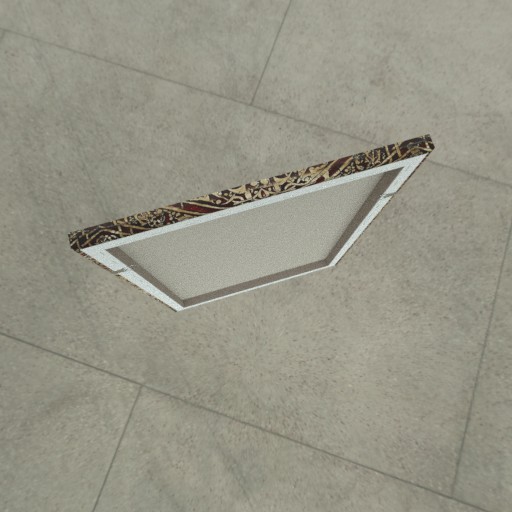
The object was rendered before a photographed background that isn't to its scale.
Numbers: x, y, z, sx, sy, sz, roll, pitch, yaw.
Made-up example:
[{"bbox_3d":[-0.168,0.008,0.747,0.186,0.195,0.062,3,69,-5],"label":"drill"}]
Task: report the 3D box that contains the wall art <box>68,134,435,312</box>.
[{"bbox_3d":[0.000,0.000,1.142,0.599,0.904,0.030,-16,77,-4],"label":"wall art"}]
